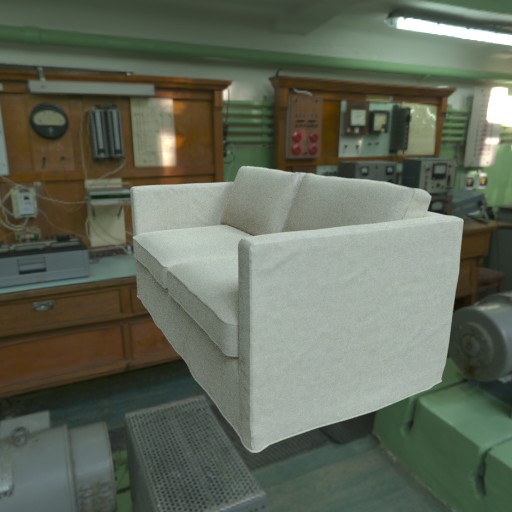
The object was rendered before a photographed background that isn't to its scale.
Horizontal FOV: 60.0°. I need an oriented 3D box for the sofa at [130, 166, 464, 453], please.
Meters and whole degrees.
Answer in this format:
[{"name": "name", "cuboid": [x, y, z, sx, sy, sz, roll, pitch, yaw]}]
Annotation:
[{"name": "sofa", "cuboid": [0.000, 0.000, 2.285, 0.962, 0.835, 1.719, -8, 17, -26]}]
